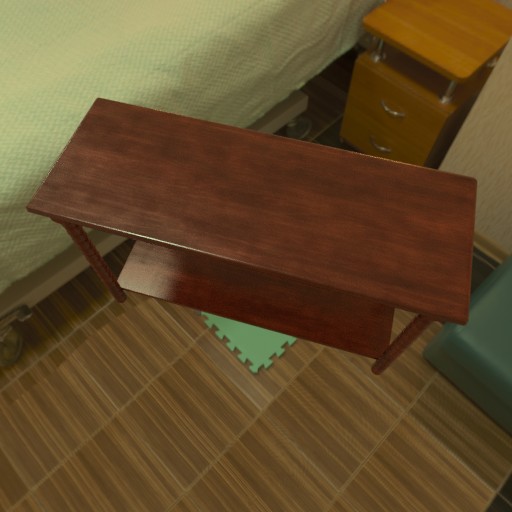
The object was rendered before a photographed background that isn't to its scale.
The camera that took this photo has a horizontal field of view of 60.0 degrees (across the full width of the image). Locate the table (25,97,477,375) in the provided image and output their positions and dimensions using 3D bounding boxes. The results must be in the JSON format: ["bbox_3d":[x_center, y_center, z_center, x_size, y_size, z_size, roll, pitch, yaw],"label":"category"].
[{"bbox_3d":[0.000,0.000,1.554,1.184,0.740,0.459,14,62,8],"label":"table"}]
